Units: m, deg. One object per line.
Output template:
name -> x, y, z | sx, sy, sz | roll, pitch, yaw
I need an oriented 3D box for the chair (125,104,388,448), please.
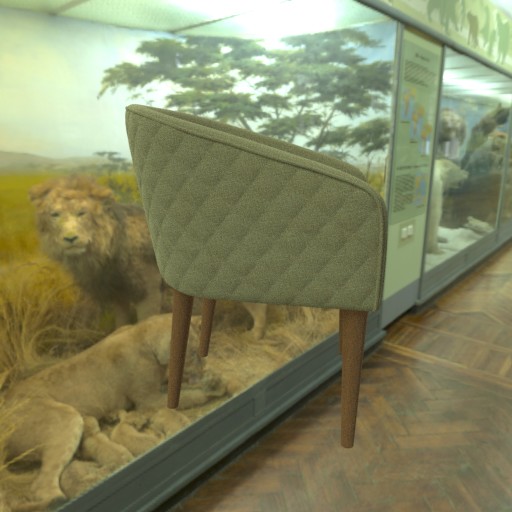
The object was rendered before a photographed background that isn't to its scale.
chair -> 0.000, 0.000, 1.199 | 0.616, 0.775, 0.584 | 2, 15, 9
